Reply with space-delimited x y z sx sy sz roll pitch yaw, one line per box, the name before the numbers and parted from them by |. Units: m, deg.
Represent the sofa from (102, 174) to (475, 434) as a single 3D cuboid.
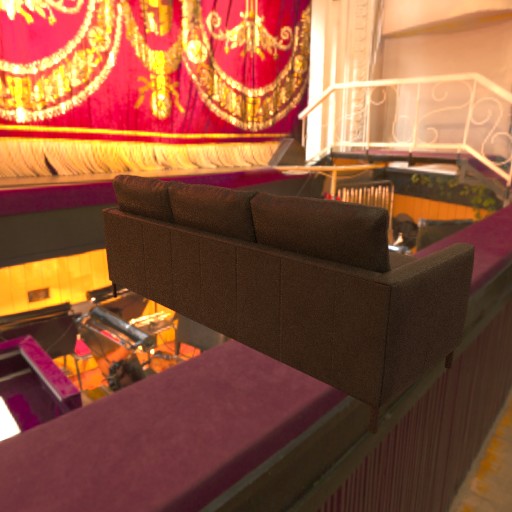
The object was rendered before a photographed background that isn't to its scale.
sofa | 0.000 0.000 2.378 0.748 0.805 2.029 -15 21 -43
